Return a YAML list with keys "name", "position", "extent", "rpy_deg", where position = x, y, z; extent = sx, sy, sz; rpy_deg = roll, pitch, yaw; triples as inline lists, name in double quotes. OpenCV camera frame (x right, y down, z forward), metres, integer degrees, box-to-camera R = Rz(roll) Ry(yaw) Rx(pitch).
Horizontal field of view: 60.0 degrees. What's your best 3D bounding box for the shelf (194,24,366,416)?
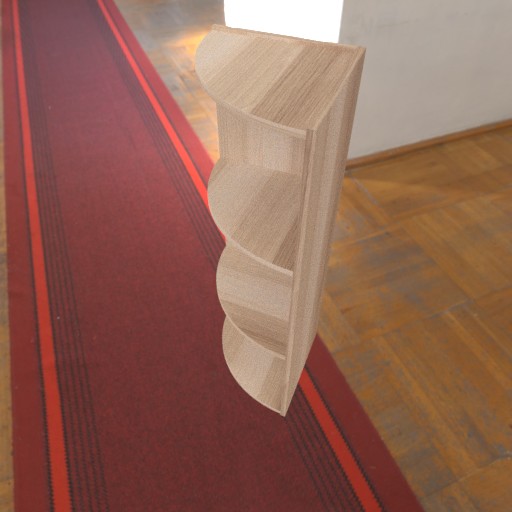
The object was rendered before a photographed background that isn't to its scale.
- name: "shelf"
  position: [0.000, 0.000, 1.021]
  extent: [0.290, 0.872, 0.290]
  rpy_deg: [17, 49, 15]
